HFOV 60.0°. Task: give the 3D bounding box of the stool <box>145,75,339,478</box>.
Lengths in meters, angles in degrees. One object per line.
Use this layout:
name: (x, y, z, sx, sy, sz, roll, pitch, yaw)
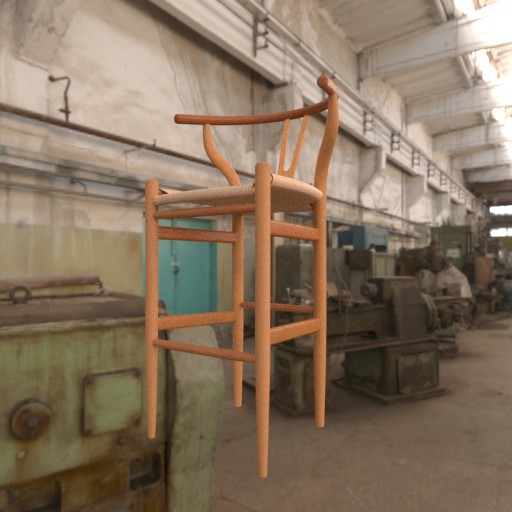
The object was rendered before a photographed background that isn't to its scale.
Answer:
stool: (0.000, 0.000, 1.394, 0.574, 1.068, 0.561, 0, 0, 36)
